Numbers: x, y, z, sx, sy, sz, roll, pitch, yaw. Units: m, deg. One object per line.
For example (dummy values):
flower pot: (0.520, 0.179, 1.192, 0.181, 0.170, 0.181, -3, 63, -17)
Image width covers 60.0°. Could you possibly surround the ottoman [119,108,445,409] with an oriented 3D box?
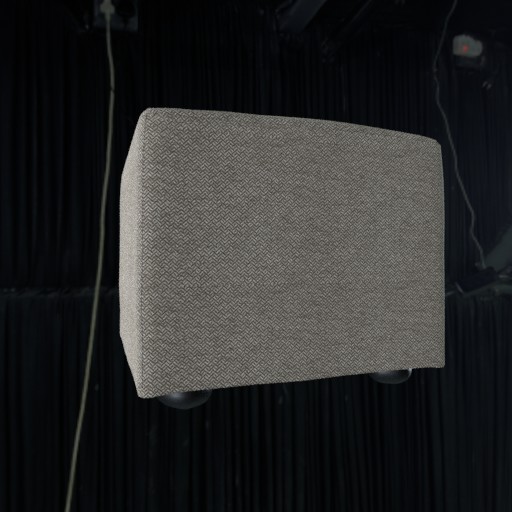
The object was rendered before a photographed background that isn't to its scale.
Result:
ottoman: (0.000, 0.000, 0.902, 0.512, 0.453, 0.519, 0, 0, -20)
